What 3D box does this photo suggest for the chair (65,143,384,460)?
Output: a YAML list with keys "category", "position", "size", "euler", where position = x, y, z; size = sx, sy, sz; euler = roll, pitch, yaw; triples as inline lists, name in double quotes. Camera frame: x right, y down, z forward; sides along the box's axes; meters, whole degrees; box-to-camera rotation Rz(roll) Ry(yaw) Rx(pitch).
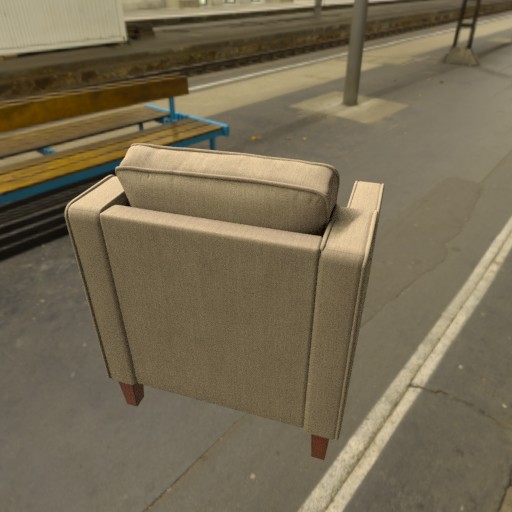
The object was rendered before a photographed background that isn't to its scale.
- category: "chair"
  position: [0.000, 0.000, 1.656]
  size: [0.831, 0.960, 0.909]
  euler: [10, 34, 15]
